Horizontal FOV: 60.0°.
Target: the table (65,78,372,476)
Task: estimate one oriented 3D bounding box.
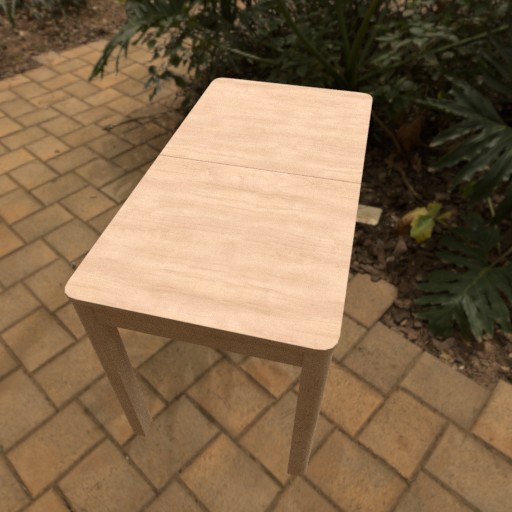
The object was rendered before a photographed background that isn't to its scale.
[{"bbox_3d":[0.000,0.000,1.922,0.750,0.900,1.400,10,46,10],"label":"table"}]
